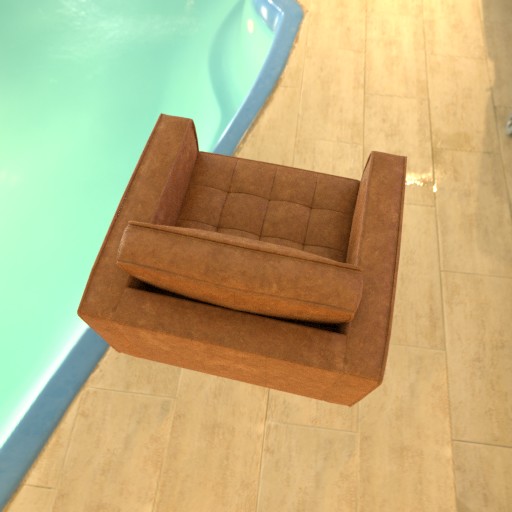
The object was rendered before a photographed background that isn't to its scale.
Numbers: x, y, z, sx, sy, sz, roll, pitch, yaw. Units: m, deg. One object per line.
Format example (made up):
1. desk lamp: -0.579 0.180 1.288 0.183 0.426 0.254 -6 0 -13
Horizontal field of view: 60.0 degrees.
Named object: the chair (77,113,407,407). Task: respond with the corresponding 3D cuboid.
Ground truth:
1. chair: 0.000 0.000 1.559 0.928 0.767 0.798 12 64 6
